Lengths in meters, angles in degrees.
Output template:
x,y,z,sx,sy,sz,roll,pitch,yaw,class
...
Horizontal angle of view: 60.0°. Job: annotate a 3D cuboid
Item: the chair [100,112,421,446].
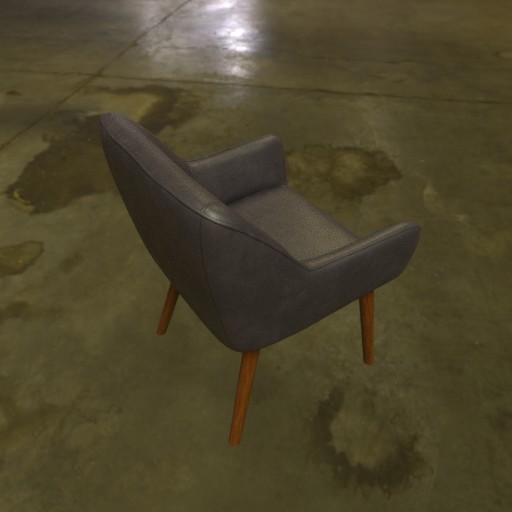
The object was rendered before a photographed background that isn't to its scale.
x,y,z,sx,sy,sz,roll,pitch,yaw,class
0.000,0.000,1.249,0.610,0.828,0.610,-24,47,-25,chair
